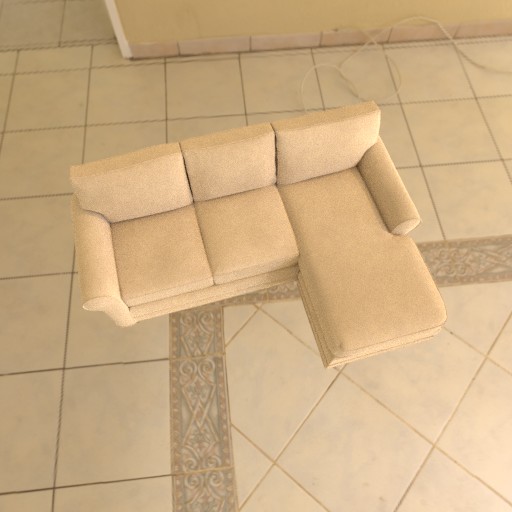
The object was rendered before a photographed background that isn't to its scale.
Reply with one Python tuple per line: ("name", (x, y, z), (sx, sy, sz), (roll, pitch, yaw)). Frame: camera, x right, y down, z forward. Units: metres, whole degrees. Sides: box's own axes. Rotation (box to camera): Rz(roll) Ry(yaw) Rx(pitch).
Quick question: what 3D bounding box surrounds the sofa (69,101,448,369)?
("sofa", (0.000, 0.000, 2.315), (1.770, 0.734, 1.226), (-14, 65, -7))
